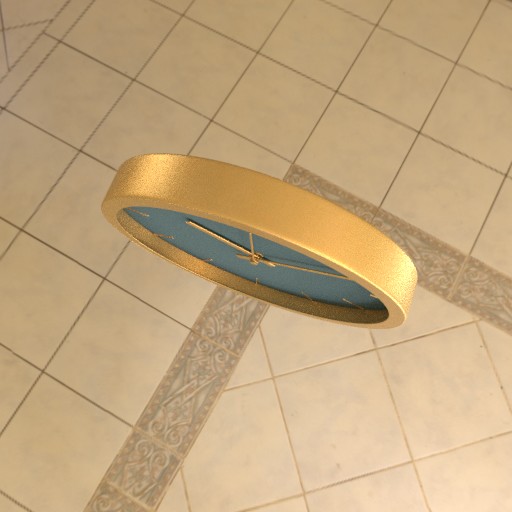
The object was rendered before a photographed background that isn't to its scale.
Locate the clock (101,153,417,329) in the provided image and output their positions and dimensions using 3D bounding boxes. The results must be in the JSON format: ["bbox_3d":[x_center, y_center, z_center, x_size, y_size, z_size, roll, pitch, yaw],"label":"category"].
[{"bbox_3d":[0.000,0.000,0.457,0.314,0.314,0.040,20,76,5],"label":"clock"}]
